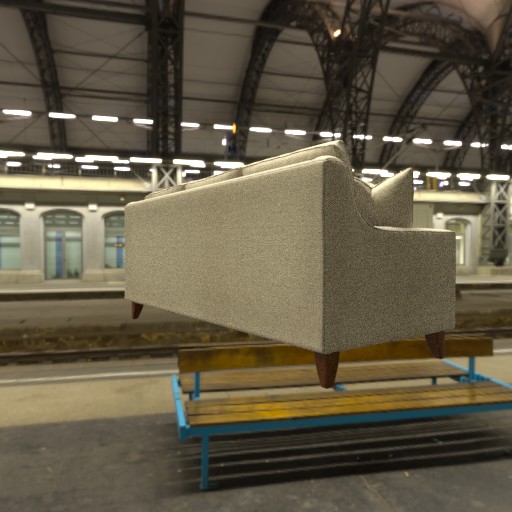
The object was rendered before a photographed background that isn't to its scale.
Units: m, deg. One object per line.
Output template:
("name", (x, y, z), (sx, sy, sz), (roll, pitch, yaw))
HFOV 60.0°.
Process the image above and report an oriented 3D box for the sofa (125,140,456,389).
("sofa", (0.000, 0.000, 2.575), (0.865, 0.914, 2.031), (-1, 1, -36))
